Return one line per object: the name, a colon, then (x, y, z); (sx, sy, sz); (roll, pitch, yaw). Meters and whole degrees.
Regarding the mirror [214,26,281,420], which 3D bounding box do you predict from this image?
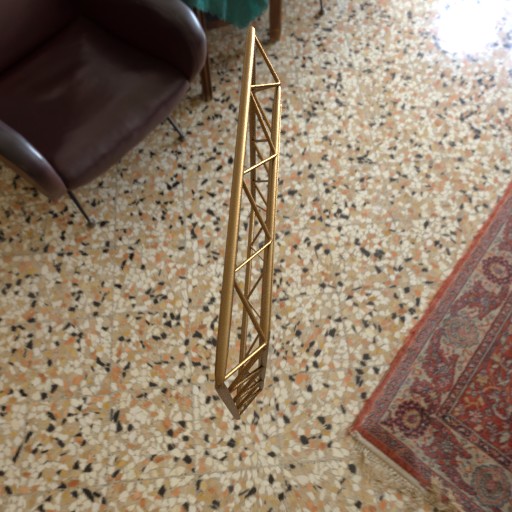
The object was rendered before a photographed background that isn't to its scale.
mirror: (0.000, 0.000, 0.625); (0.046, 0.414, 0.416); (3, 66, 1)
